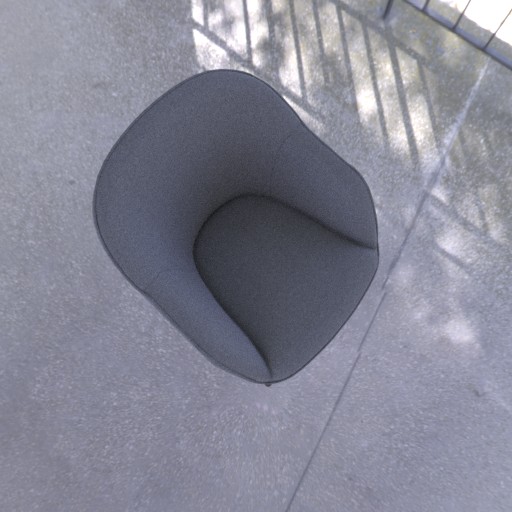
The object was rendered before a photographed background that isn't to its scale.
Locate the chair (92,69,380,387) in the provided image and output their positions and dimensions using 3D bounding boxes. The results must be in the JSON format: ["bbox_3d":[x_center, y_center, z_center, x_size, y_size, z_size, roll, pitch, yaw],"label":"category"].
[{"bbox_3d":[0.000,0.000,1.240,0.611,0.810,0.589,39,77,11],"label":"chair"}]
